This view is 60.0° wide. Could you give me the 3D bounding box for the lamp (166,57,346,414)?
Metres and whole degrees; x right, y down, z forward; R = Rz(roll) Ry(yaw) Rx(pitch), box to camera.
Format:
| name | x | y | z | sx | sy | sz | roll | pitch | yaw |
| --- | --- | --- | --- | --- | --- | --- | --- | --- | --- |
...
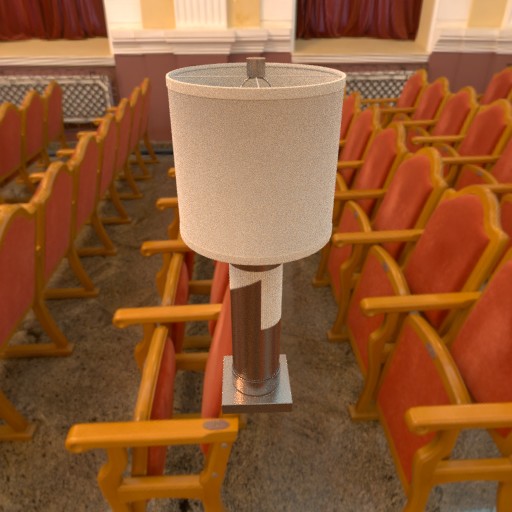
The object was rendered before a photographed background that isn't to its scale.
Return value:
| name | x | y | z | sx | sy | sz | roll | pitch | yaw |
| --- | --- | --- | --- | --- | --- | --- | --- | --- | --- |
| lamp | 0.000 | 0.000 | 0.622 | 0.202 | 0.509 | 0.202 | -1 | 30 | -2 |
